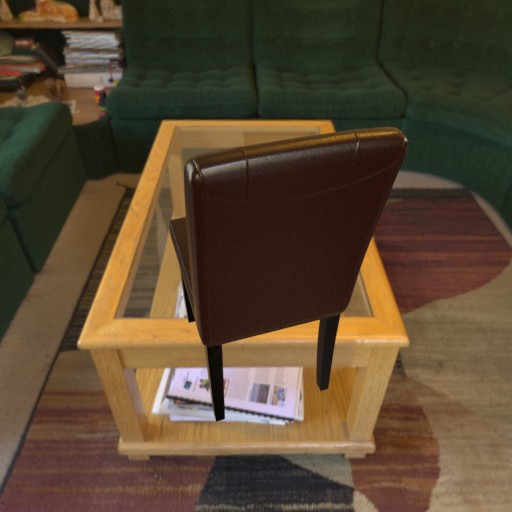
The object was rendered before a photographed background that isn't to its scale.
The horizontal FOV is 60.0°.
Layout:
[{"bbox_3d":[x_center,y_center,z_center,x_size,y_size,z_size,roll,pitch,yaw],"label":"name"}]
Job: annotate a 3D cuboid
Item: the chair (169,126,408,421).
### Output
[{"bbox_3d":[0.000,0.000,1.199,0.399,0.897,0.556,-12,41,-14],"label":"chair"}]
